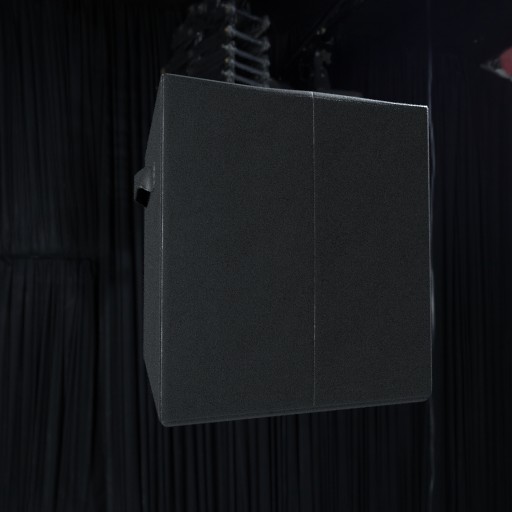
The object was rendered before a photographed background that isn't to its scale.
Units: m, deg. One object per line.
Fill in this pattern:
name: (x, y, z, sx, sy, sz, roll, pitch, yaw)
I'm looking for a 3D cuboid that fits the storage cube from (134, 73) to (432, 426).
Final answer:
storage cube: (0.000, 0.000, 0.507, 0.270, 0.280, 0.270, 1, -2, -17)
